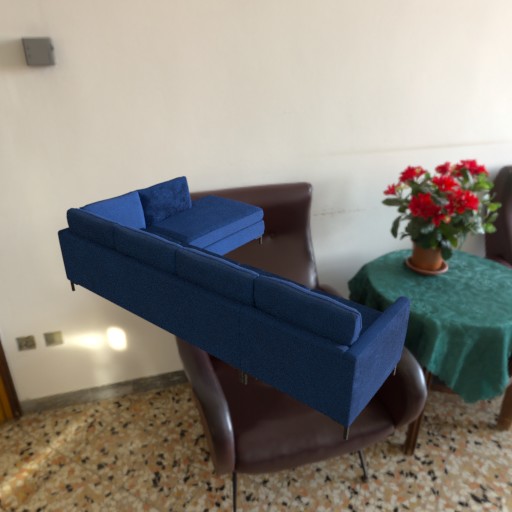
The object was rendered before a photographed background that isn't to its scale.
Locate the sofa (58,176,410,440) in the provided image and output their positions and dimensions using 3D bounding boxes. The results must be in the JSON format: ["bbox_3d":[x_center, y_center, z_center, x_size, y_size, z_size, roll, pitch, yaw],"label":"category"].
[{"bbox_3d":[0.000,0.000,3.294,2.486,0.687,1.707,18,31,33],"label":"sofa"}]
